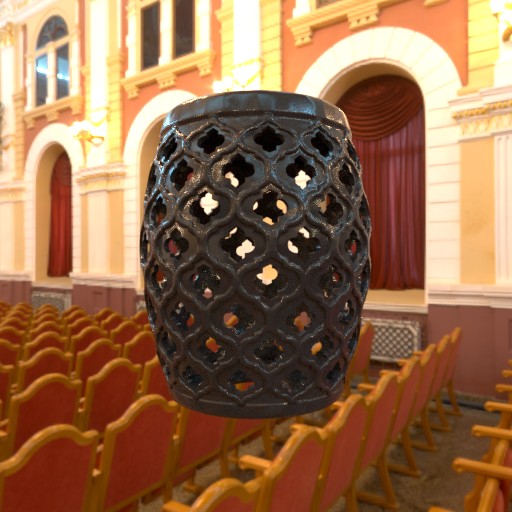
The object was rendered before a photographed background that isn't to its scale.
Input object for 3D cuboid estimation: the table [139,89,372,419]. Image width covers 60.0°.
[{"bbox_3d":[0.000,0.000,0.641,0.325,0.388,0.325,0,-1,0],"label":"table"}]
